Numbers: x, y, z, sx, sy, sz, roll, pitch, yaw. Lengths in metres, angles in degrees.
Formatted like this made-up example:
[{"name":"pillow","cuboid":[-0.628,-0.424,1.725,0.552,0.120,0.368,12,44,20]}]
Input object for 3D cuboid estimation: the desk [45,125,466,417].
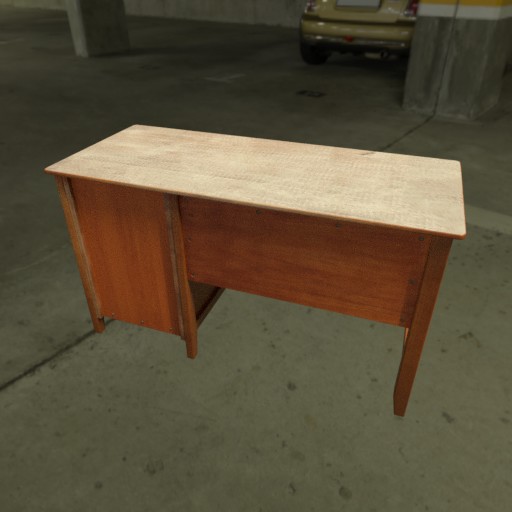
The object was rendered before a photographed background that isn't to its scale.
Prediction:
[{"name":"desk","cuboid":[0.000,0.000,1.757,1.353,0.756,0.574,11,34,17]}]
